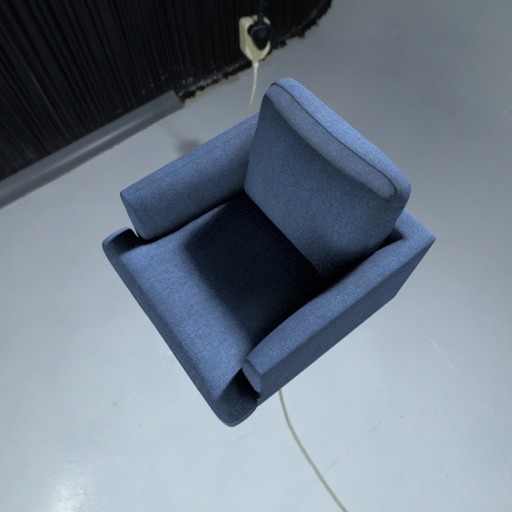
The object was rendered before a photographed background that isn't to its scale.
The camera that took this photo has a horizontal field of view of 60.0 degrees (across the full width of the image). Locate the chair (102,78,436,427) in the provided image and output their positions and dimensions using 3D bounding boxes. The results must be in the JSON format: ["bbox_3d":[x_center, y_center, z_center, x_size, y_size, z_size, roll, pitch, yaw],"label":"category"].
[{"bbox_3d":[0.000,0.000,1.675,0.899,0.957,0.858,-34,68,-16],"label":"chair"}]
